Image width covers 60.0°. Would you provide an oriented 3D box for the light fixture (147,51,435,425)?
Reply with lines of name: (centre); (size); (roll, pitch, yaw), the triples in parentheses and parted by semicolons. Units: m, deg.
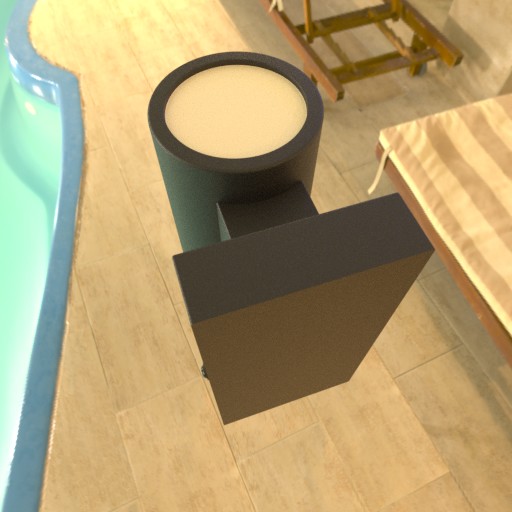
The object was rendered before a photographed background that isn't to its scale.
light fixture: (0.000, 0.000, 0.265); (0.098, 0.179, 0.138); (-16, 60, -10)
